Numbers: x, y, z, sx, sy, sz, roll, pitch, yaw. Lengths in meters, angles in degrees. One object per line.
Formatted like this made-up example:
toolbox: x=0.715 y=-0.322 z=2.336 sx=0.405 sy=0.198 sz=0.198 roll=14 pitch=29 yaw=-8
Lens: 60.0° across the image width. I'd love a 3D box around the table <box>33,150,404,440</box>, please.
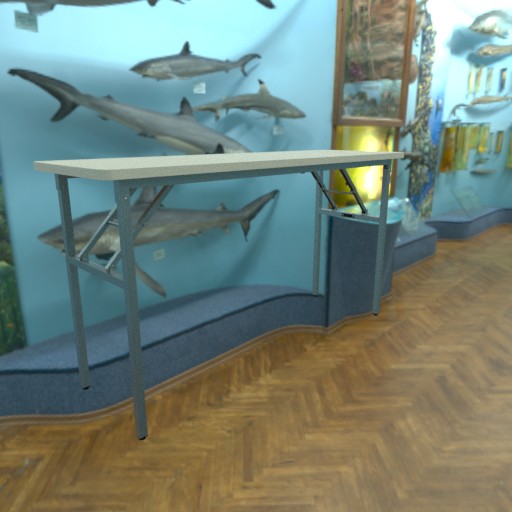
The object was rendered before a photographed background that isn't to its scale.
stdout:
table: x=0.000 y=0.000 z=1.700 sx=1.397 sy=0.750 sz=0.446 roll=-15 pitch=21 yaw=-43
